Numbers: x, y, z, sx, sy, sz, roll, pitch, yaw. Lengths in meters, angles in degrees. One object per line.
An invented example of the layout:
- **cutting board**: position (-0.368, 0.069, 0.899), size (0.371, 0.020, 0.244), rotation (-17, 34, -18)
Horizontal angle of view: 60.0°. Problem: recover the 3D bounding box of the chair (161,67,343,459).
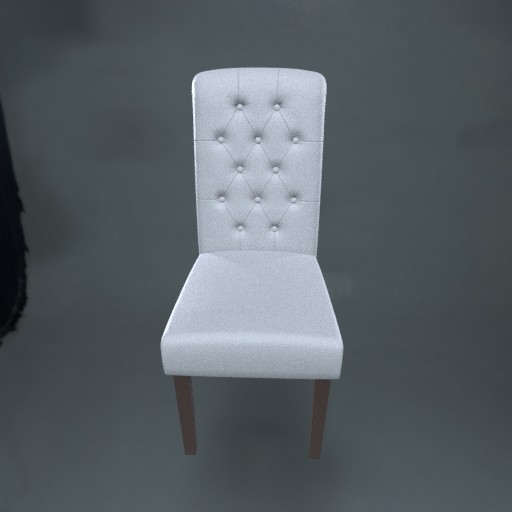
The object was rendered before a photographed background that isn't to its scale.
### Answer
- **chair**: position (0.000, 0.000, 1.353), size (0.456, 1.006, 0.671), rotation (1, 29, 2)
